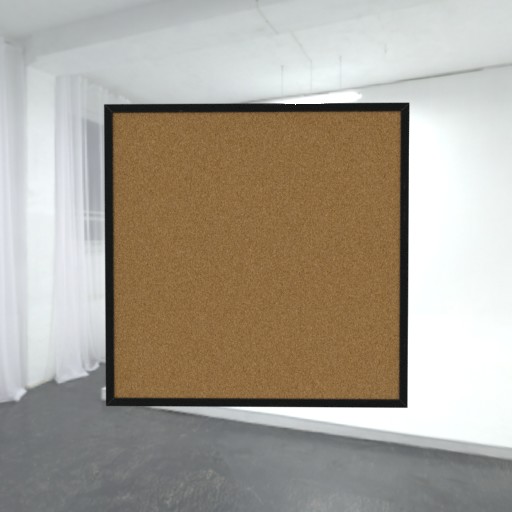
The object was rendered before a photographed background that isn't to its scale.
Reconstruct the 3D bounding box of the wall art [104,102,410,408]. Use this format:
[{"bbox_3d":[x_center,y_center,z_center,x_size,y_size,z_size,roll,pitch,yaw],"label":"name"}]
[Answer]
[{"bbox_3d":[0.000,0.000,1.129,0.761,0.761,0.037,0,1,1],"label":"wall art"}]
